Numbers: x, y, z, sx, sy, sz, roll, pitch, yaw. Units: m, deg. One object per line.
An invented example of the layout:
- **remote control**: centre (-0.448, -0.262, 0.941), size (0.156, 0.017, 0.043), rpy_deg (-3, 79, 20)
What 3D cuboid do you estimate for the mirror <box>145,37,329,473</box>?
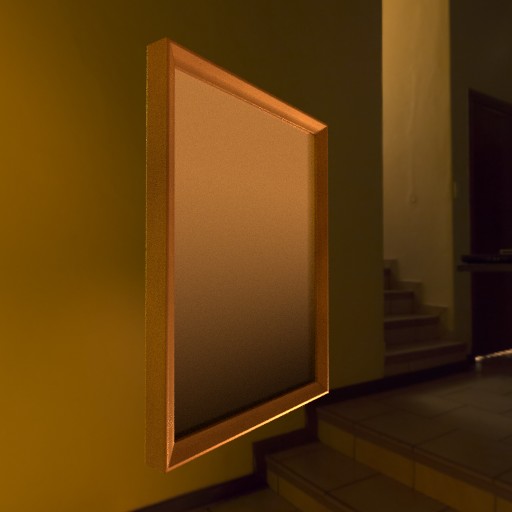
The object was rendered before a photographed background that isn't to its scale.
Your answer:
- **mirror**: centre (0.000, 0.000, 0.690), size (0.041, 0.509, 0.406), rpy_deg (-1, -1, 37)
